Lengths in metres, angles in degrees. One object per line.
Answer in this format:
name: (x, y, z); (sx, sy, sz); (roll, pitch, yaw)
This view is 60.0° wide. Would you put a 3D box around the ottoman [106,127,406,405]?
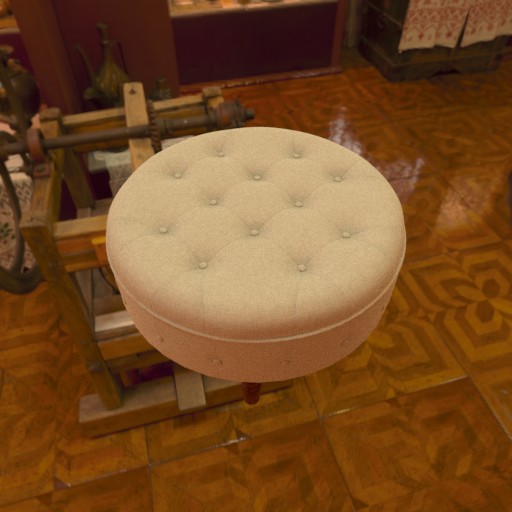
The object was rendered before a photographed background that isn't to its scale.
ottoman: (0.000, 0.000, 1.403); (0.849, 0.478, 0.849); (0, 46, 0)
